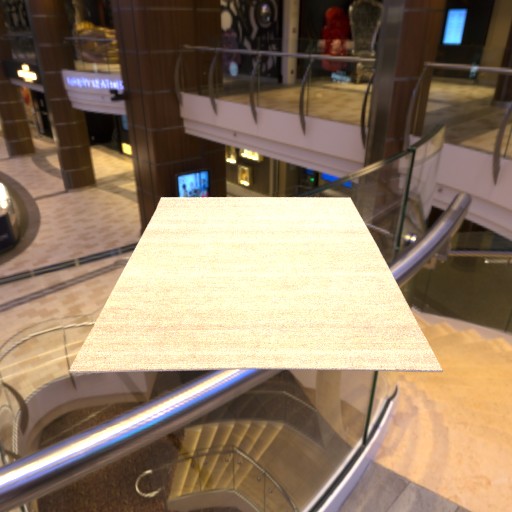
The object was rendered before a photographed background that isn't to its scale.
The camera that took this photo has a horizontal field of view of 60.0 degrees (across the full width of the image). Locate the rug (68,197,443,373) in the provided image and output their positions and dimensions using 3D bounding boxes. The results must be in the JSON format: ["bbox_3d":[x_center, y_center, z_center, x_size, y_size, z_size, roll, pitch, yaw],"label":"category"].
[{"bbox_3d":[0.000,0.000,4.330,2.467,0.046,3.245,0,28,0],"label":"rug"}]
